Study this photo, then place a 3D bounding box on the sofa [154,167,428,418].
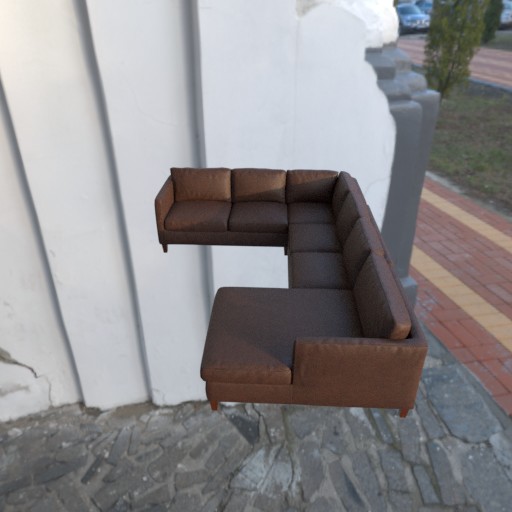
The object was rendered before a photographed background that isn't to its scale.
[{"bbox_3d":[0.000,0.000,4.707,2.593,0.923,3.460,1,30,2],"label":"sofa"}]
